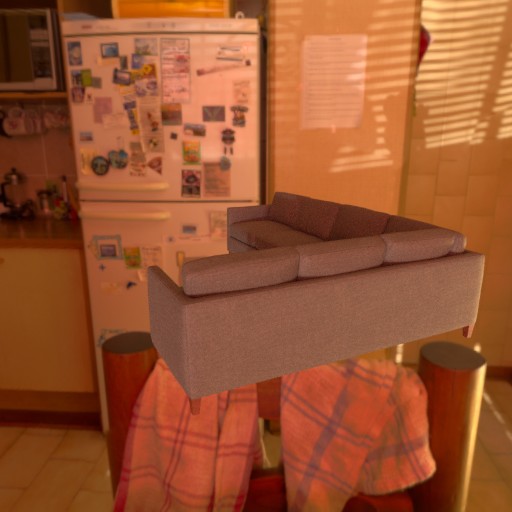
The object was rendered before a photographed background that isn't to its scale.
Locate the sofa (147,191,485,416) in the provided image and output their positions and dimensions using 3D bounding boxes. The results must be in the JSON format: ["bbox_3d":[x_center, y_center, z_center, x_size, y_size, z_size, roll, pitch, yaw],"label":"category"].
[{"bbox_3d":[0.000,0.000,4.513,2.593,0.947,3.302,-7,17,-25],"label":"sofa"}]
